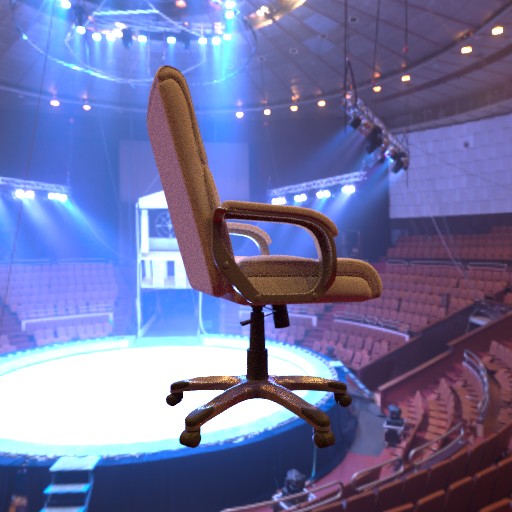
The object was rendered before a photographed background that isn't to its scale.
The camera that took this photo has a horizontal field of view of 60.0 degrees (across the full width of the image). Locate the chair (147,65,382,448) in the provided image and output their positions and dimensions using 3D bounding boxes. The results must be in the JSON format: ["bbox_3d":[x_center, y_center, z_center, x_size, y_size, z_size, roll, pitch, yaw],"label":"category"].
[{"bbox_3d":[0.000,0.000,1.566,0.738,1.120,0.687,0,-1,-17],"label":"chair"}]
